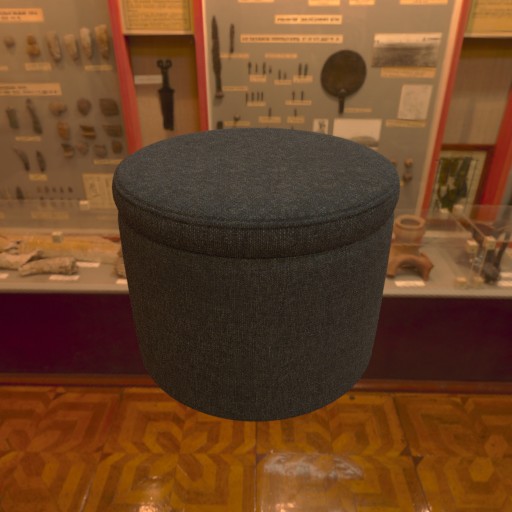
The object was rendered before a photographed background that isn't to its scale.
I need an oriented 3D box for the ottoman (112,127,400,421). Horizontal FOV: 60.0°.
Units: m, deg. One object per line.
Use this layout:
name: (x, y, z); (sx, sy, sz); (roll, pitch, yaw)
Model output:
ottoman: (0.000, 0.000, 0.914); (0.520, 0.430, 0.520); (0, 30, 0)
